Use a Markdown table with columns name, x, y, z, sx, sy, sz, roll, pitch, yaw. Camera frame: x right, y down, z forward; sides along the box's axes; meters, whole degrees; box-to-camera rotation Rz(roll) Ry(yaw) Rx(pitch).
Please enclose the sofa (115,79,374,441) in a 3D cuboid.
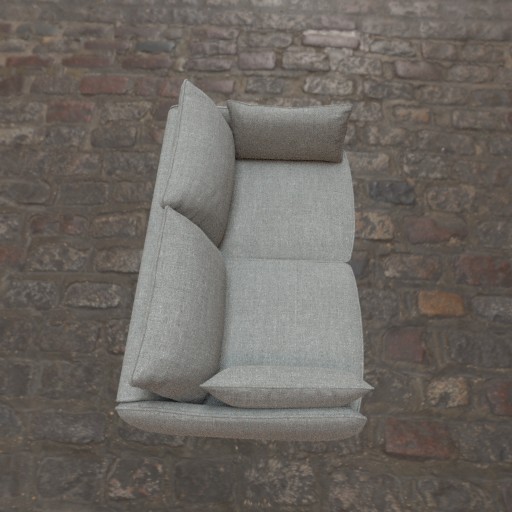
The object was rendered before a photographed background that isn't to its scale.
| name | x | y | z | sx | sy | sz | roll | pitch | yaw |
| --- | --- | --- | --- | --- | --- | --- | --- | --- | --- |
| sofa | 0.000 | 0.000 | 2.085 | 0.972 | 0.851 | 1.580 | 2 | 63 | 1 |
